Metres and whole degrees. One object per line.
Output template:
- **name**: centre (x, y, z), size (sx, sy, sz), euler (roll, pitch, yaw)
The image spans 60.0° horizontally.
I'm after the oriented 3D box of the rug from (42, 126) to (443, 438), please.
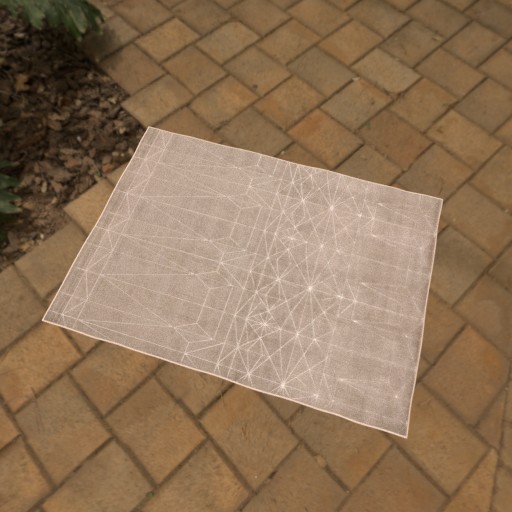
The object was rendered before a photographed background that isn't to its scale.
- **rug**: centre (0.000, 0.000, 4.353), size (3.357, 0.019, 2.449), euler (16, 65, 8)
